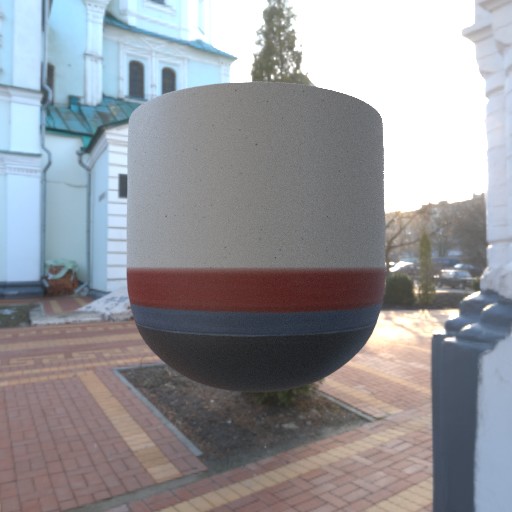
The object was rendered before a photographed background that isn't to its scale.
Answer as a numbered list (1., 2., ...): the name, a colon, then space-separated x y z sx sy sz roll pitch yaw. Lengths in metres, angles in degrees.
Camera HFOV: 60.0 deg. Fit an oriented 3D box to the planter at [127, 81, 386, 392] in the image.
1. planter: 0.000 0.000 0.478 0.268 0.270 0.268 0 -1 0
